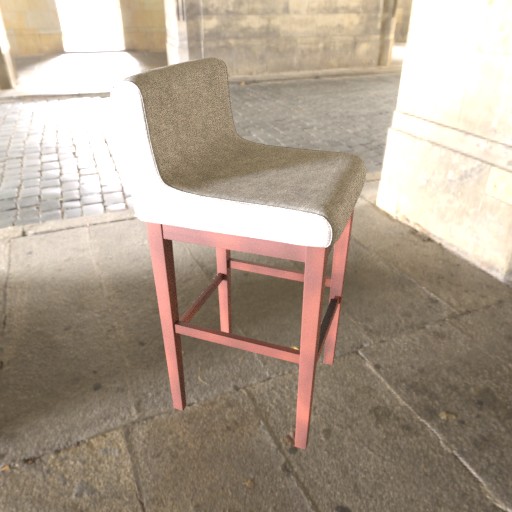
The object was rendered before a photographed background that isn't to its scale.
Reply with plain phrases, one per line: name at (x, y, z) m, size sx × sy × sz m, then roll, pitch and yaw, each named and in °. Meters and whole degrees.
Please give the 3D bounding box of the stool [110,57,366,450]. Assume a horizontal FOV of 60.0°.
stool at (0.000, 0.000, 1.226) m, size 0.499 × 0.965 × 0.426 m, roll 11°, pitch 32°, yaw 18°
